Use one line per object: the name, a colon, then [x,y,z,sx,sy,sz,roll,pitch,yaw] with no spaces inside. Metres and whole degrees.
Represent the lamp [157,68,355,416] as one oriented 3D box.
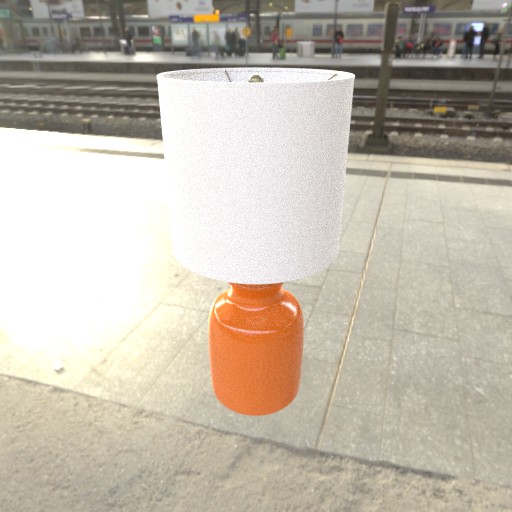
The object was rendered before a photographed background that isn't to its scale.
lamp: [0.000,0.000,1.144,0.418,0.871,0.418,7,27,14]
